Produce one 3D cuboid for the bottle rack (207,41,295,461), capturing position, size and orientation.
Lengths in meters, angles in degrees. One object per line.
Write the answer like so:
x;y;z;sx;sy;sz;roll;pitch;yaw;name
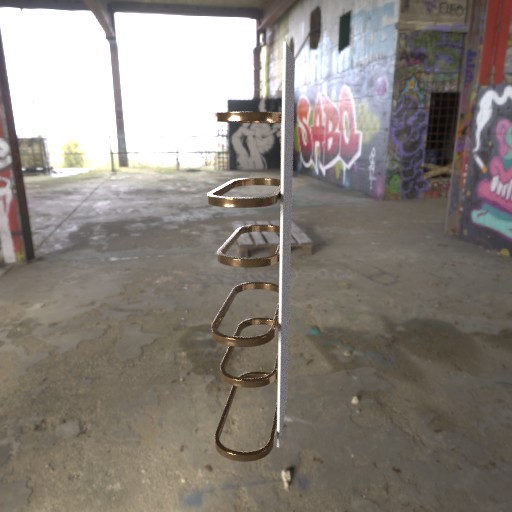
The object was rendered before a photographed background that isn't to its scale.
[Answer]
0.000;0.000;0.839;0.118;0.709;0.332;2;16;9;bottle rack
